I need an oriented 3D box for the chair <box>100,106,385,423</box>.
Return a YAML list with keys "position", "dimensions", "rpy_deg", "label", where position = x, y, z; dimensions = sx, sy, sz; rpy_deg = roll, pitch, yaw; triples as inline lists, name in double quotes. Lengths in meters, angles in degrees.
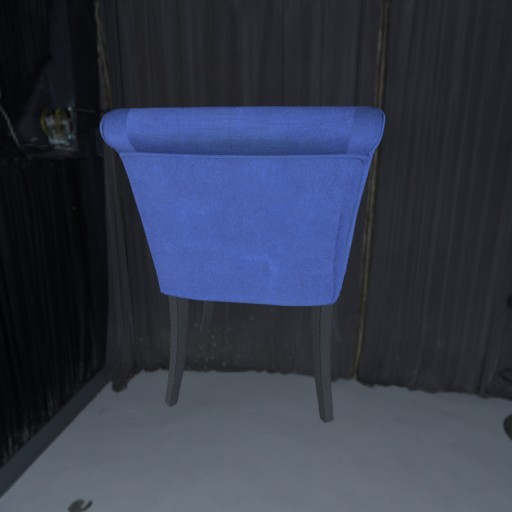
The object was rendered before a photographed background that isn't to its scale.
- position: [0.000, 0.000, 1.216]
  dimensions: [0.585, 0.753, 0.606]
  rpy_deg: [3, 16, 9]
  label: "chair"
